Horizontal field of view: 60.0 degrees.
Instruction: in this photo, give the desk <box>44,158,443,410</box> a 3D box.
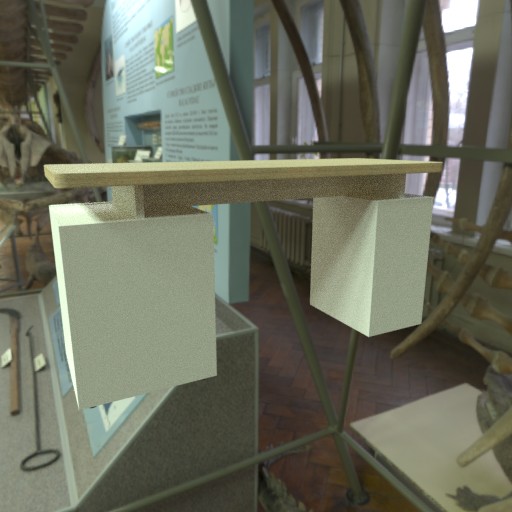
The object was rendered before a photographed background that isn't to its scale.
[{"bbox_3d":[0.000,0.000,1.844,1.500,0.755,0.550,-7,16,-27],"label":"desk"}]
